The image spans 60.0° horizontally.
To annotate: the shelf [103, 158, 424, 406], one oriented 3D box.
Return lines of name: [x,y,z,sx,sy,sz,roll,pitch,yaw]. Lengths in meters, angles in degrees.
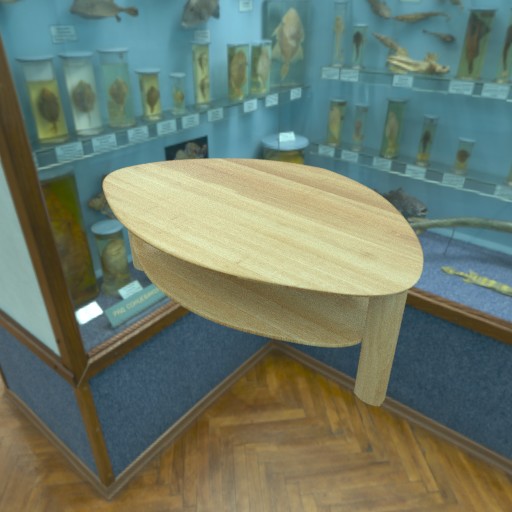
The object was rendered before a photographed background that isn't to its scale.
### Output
shelf: [0.000,0.000,1.632,1.246,0.440,0.845,24,38,34]
